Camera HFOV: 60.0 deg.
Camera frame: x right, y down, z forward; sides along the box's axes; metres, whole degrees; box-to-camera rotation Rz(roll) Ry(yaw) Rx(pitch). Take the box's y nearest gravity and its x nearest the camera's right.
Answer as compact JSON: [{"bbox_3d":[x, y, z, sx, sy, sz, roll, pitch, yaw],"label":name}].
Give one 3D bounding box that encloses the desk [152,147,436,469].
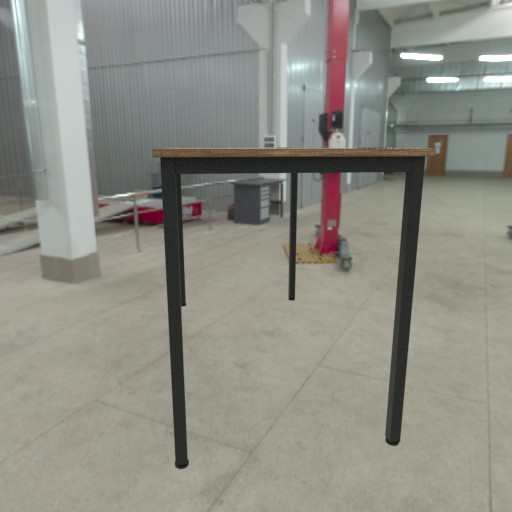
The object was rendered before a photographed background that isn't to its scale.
[{"bbox_3d":[0.000,0.000,1.576,0.600,0.749,1.200,-2,14,-9],"label":"desk"}]
